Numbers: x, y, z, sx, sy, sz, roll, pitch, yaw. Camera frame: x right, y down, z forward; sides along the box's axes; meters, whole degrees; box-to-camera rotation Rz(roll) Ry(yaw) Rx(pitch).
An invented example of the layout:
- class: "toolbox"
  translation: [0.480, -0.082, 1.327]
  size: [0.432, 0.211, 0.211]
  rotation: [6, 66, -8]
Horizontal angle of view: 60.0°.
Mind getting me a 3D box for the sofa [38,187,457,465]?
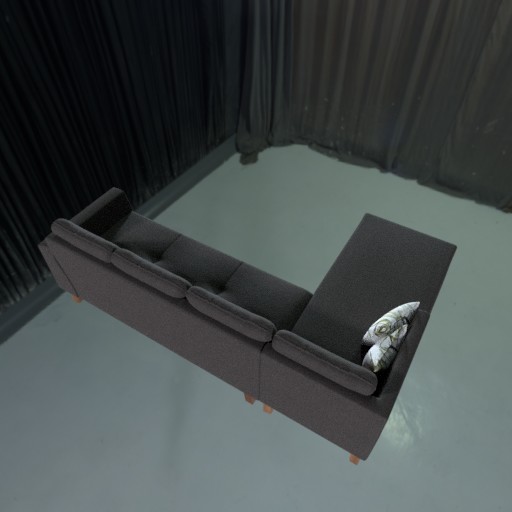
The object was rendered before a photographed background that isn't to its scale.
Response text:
- class: "sofa"
  translation: [0.000, 0.000, 3.489]
  size: [2.679, 0.932, 1.829]
  rotation: [24, 52, 21]
